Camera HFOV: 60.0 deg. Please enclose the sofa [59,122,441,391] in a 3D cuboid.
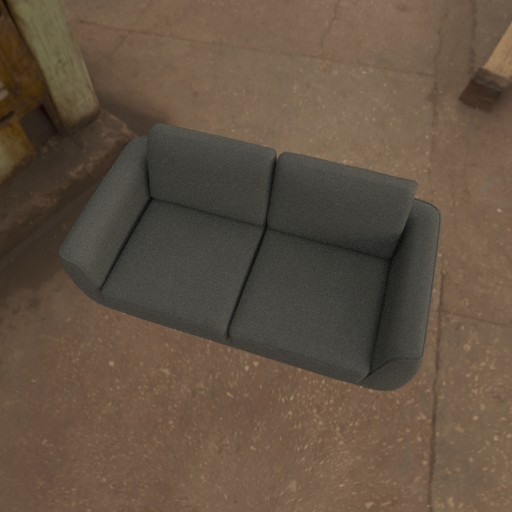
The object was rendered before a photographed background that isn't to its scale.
[{"bbox_3d":[0.000,0.000,2.279,1.700,0.850,0.920,15,59,9],"label":"sofa"}]
